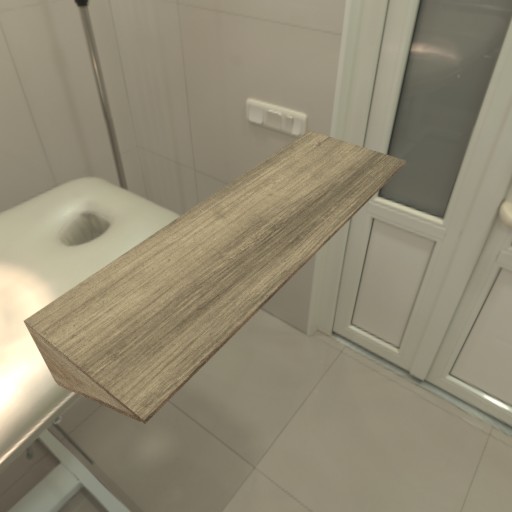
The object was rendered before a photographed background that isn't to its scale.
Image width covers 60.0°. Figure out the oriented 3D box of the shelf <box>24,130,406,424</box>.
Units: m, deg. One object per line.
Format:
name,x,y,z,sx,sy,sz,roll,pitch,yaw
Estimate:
shelf,0.000,0.000,0.680,0.200,0.125,0.610,26,48,27
